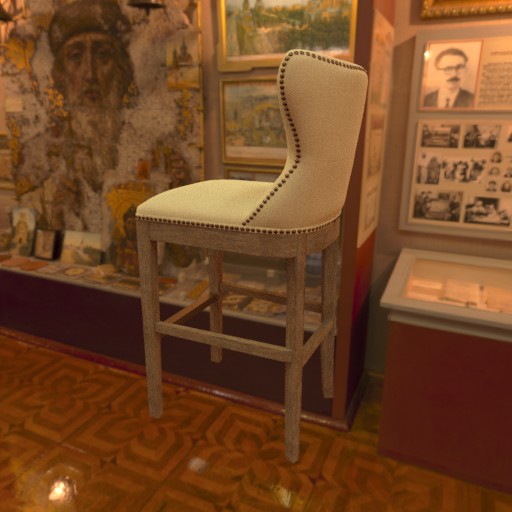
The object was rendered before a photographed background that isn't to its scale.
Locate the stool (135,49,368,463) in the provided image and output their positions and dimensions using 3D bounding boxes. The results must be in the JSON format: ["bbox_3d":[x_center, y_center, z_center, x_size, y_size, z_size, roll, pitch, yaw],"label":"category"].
[{"bbox_3d":[0.000,0.000,1.400,0.606,1.123,0.494,9,20,25],"label":"stool"}]
